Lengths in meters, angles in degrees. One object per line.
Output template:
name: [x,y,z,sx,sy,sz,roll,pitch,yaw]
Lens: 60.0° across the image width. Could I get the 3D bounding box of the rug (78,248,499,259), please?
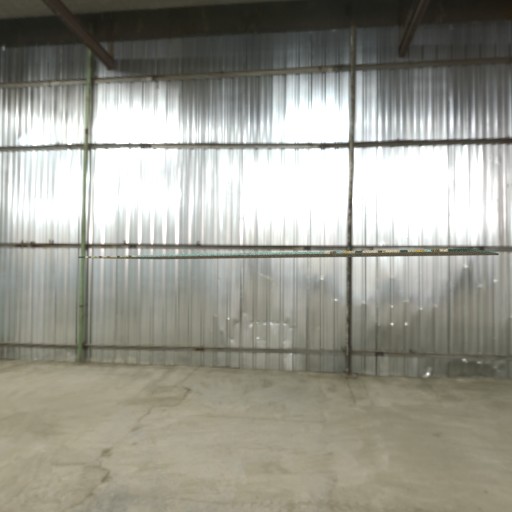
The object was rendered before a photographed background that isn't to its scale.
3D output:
rug: [0.000,0.000,2.613,2.441,0.010,0.744,-1,-2,35]
